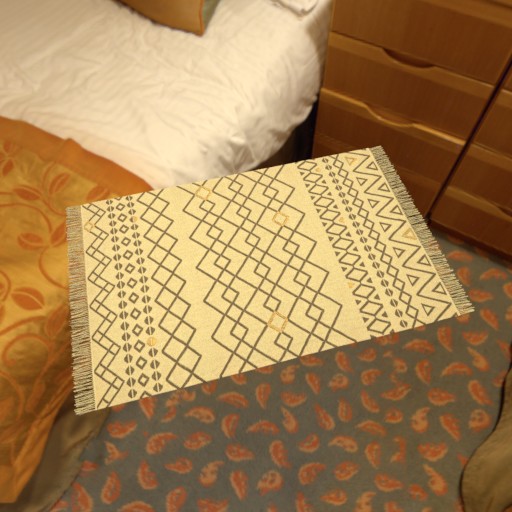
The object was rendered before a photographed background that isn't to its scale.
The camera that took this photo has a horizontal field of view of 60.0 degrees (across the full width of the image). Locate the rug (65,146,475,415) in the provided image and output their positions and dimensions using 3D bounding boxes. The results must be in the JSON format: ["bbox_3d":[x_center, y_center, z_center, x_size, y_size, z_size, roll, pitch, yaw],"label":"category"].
[{"bbox_3d":[0.000,0.000,2.983,2.472,0.035,1.495,-13,59,-8],"label":"rug"}]
